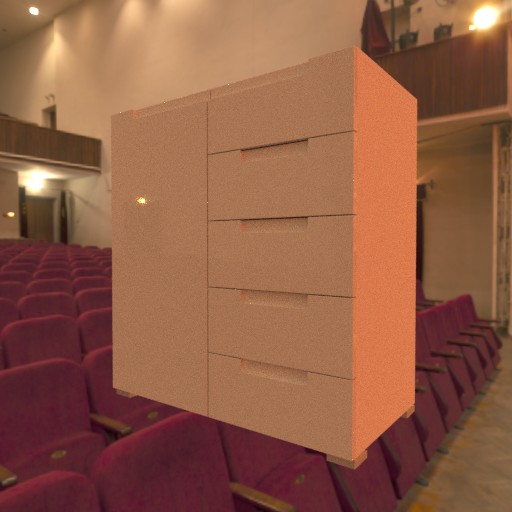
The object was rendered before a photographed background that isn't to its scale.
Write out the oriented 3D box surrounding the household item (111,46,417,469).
[{"bbox_3d":[0.000,0.000,1.306,0.800,0.870,0.420,1,2,36],"label":"household item"}]
